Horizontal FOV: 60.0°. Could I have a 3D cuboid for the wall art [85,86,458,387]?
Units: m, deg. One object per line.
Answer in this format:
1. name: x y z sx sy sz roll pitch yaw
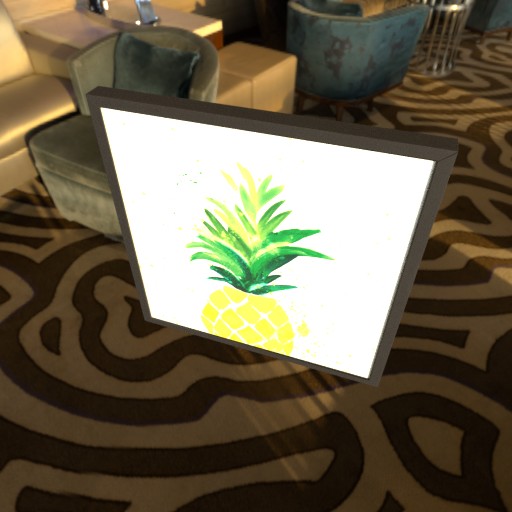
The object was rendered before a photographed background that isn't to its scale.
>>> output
1. wall art: 0.000 0.000 0.758 0.508 0.507 0.033 13 44 14
